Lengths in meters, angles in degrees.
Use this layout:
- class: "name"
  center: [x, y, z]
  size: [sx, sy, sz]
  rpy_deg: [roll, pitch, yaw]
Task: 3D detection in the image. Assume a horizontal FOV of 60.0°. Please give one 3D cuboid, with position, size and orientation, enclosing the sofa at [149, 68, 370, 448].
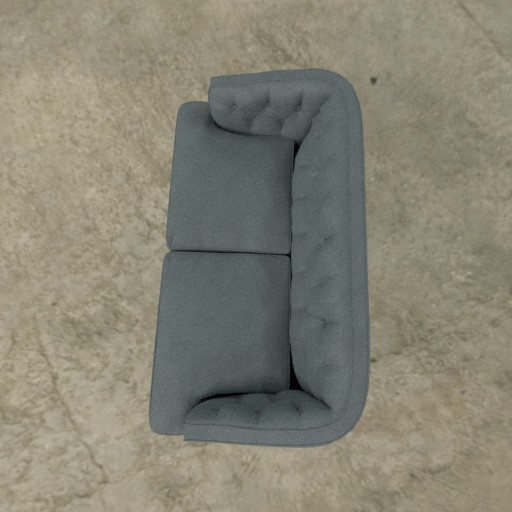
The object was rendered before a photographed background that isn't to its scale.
- class: "sofa"
  center: [0.000, 0.000, 2.252]
  size: [0.941, 0.855, 1.733]
  rpy_deg: [2, 75, 1]
